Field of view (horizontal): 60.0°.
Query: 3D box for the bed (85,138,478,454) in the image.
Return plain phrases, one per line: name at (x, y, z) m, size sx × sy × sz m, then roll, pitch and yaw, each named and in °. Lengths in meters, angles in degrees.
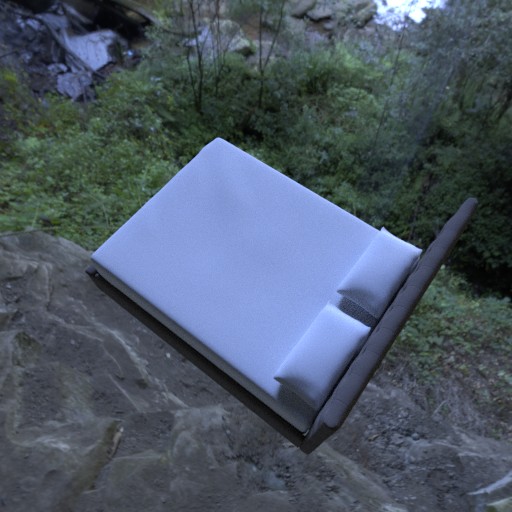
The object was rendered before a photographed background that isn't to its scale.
bed at (0.000, 0.000, 3.348) m, size 2.233 × 1.426 × 1.696 m, roll 34°, pitch 67°, yaw 17°
